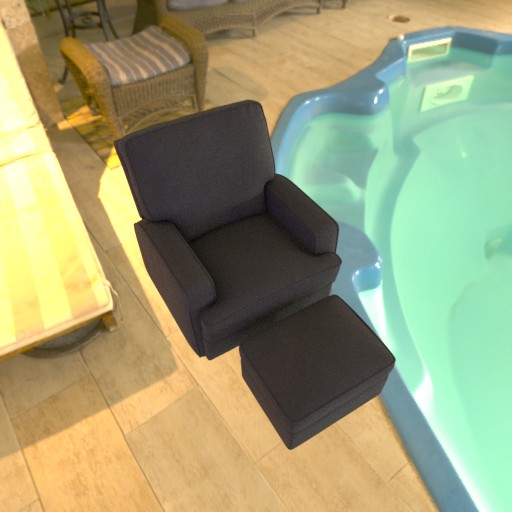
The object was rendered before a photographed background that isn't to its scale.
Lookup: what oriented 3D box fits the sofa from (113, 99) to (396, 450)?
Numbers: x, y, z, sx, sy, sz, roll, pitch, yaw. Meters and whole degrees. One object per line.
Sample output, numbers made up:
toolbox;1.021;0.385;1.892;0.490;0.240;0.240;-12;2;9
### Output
sofa;0.000;0.000;2.121;0.861;0.959;1.472;-24;51;-21
